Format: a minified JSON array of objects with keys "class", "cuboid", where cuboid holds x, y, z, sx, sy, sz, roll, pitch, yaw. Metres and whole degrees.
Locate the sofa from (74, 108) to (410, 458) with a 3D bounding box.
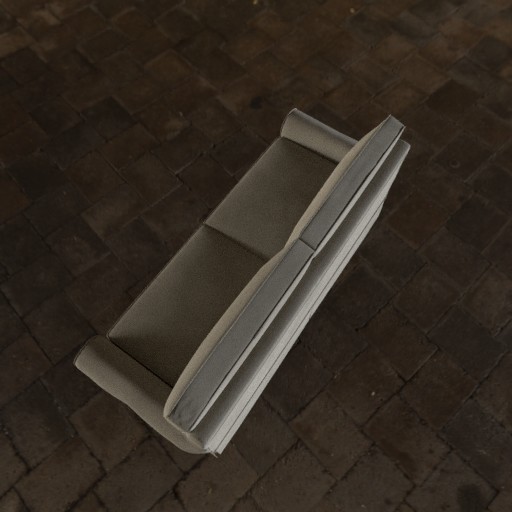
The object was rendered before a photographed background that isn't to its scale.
[{"class":"sofa","cuboid":[0.000,0.000,2.741,0.900,1.014,2.246,32,67,15]}]
